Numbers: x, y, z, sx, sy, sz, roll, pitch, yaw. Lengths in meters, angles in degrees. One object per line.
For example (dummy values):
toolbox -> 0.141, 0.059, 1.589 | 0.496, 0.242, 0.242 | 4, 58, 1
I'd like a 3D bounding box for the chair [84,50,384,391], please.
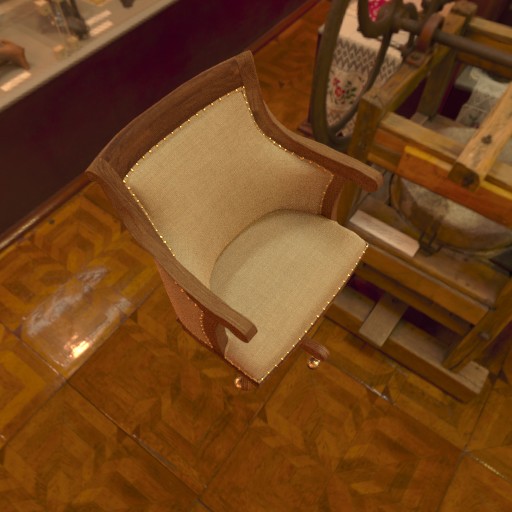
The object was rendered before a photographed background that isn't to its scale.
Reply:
chair -> 0.000, 0.000, 1.470 | 0.689, 0.965, 0.656 | 34, 63, 20
